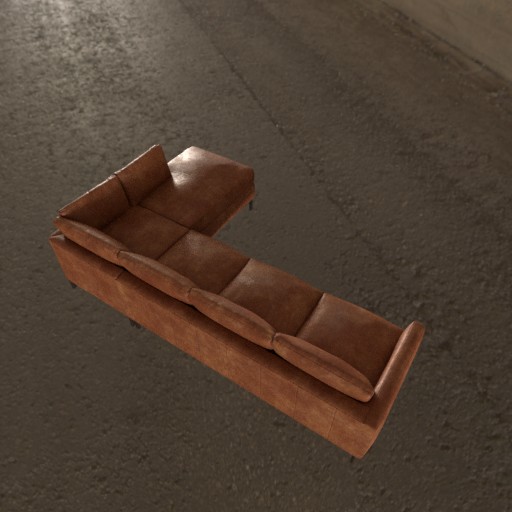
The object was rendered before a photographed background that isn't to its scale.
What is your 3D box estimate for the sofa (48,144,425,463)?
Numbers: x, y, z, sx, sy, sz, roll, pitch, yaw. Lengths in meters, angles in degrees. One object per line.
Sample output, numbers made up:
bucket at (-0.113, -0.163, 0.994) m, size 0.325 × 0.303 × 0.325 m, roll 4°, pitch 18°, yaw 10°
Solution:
sofa at (0.000, 0.000, 3.853) m, size 2.984 × 0.877 × 1.938 m, roll 25°, pitch 51°, yaw 22°
